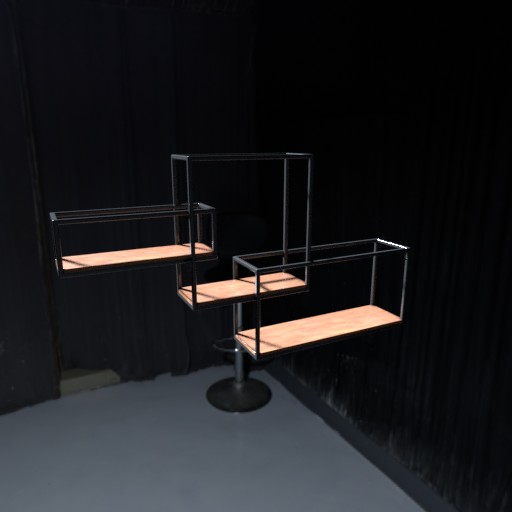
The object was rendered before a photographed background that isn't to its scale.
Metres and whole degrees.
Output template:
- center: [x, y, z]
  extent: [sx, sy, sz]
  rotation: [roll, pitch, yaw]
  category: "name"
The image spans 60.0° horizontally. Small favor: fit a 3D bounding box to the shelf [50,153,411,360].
- center: [0.000, 0.000, 2.173]
  extent: [1.781, 0.972, 0.275]
  rotation: [-7, 16, -26]
  category: "shelf"
